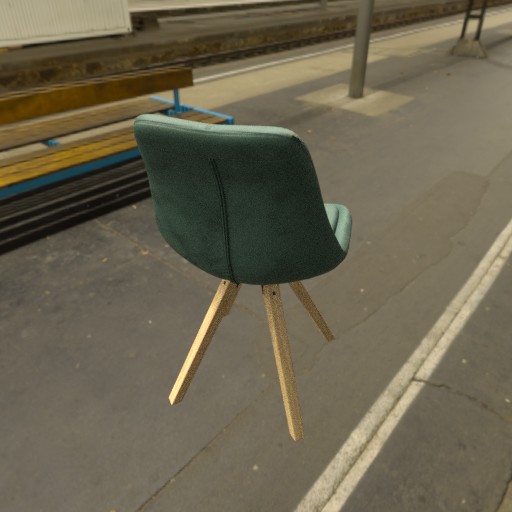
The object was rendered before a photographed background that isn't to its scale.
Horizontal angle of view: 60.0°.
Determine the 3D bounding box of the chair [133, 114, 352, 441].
[{"bbox_3d":[0.000,0.000,1.198,0.483,0.865,0.547,10,35,15],"label":"chair"}]
